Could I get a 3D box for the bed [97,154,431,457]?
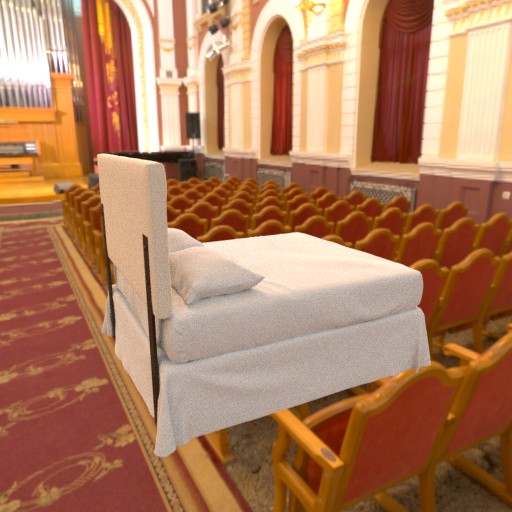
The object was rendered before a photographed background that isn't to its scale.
[{"bbox_3d":[0.000,0.000,3.528,2.222,1.577,1.936,-8,16,-27],"label":"bed"}]
